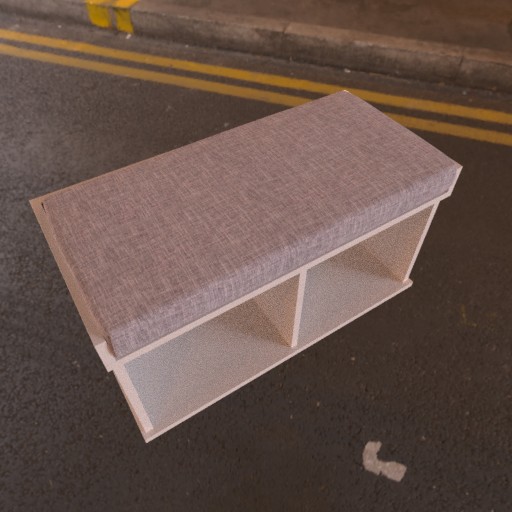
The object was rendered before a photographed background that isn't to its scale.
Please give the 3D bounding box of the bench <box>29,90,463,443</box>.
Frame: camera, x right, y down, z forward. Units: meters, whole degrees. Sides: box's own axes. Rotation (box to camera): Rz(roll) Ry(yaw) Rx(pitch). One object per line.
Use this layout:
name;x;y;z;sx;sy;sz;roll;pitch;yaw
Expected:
bench;0.000;0.000;0.975;0.734;0.461;0.362;-26;53;-21
